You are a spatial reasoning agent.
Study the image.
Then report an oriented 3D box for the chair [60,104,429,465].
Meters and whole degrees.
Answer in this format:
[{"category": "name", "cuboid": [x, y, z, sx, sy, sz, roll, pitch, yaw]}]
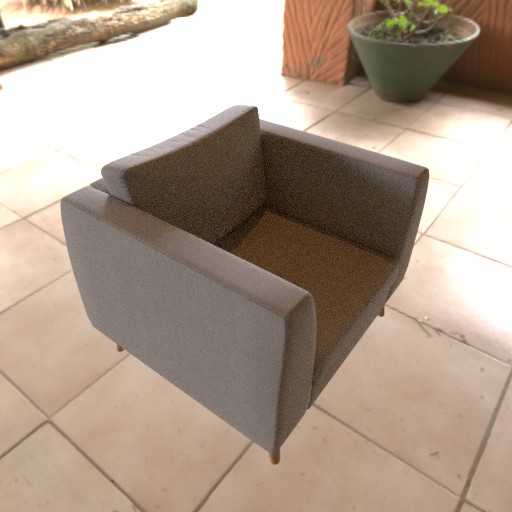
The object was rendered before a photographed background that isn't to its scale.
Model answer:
[{"category": "chair", "cuboid": [0.000, 0.000, 1.707, 0.930, 0.860, 1.000, 25, 45, 28]}]
